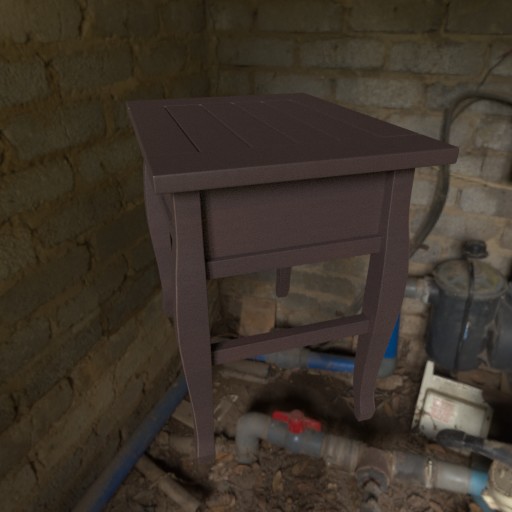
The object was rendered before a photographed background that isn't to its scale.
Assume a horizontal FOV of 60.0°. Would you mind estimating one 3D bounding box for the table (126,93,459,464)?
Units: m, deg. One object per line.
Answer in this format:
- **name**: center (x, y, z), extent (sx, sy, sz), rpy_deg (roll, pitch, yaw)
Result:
- **table**: center (0.000, 0.000, 1.006), extent (0.460, 0.605, 0.602), rpy_deg (-8, 29, -15)
